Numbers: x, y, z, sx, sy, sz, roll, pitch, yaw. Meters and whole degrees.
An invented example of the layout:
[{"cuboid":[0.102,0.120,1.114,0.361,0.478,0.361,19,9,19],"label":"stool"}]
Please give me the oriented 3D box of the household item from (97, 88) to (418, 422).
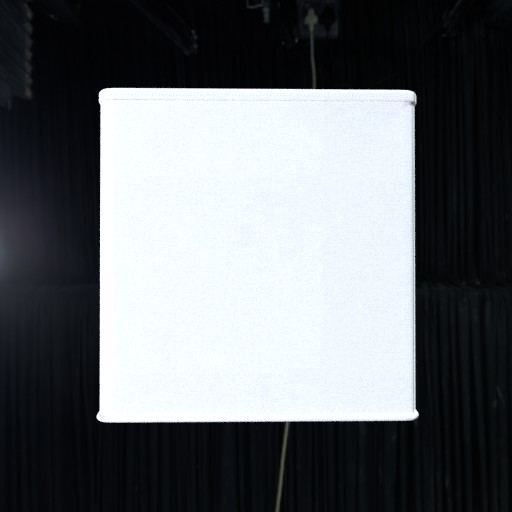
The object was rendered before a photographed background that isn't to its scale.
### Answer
[{"cuboid":[0.000,0.000,0.557,0.305,0.305,0.305,0,0,-1],"label":"household item"}]
